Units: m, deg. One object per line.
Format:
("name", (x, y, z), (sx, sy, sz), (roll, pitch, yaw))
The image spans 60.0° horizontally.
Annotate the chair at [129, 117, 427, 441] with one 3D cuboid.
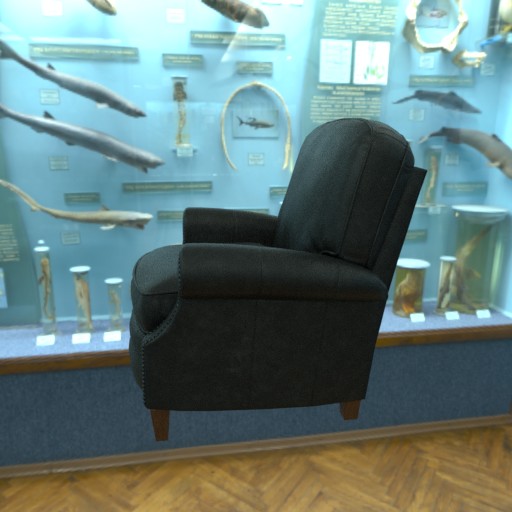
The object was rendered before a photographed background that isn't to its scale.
("chair", (0.000, 0.000, 1.706), (0.986, 1.018, 0.936), (-2, 14, -8))
